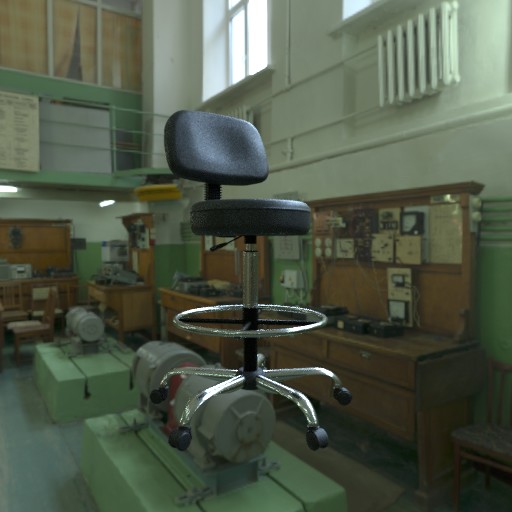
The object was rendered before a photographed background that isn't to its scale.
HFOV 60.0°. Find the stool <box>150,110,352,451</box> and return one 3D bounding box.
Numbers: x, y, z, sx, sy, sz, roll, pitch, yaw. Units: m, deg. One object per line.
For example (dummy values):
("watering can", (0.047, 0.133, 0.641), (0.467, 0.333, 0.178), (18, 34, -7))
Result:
("stool", (0.000, 0.000, 1.476), (0.694, 1.069, 0.658), (-1, 2, -35))
